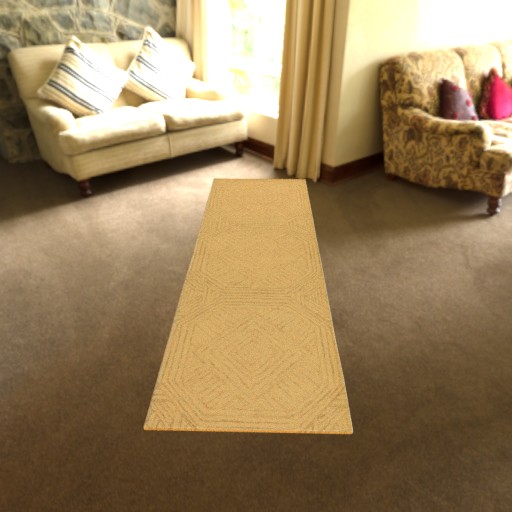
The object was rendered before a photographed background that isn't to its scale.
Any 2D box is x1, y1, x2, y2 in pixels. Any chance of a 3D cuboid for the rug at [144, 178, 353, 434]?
[{"bbox_3d":[0.000,0.000,2.664,0.775,0.012,2.452,1,32,1],"label":"rug"}]
